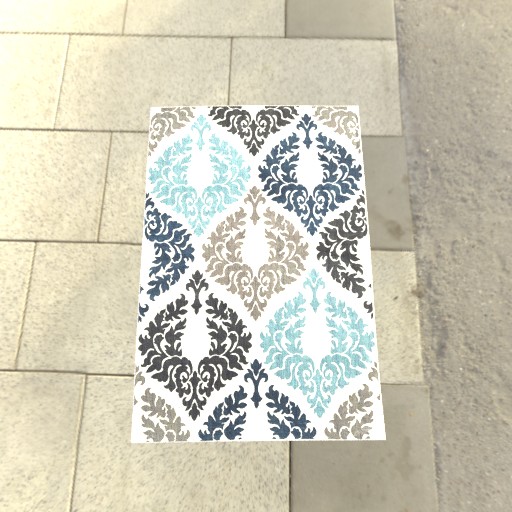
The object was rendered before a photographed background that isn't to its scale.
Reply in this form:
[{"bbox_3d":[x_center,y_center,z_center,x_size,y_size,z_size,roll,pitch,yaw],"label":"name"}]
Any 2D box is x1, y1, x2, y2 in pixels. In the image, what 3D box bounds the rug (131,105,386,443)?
[{"bbox_3d":[0.000,0.000,2.923,1.514,0.014,2.275,-1,74,0],"label":"rug"}]
